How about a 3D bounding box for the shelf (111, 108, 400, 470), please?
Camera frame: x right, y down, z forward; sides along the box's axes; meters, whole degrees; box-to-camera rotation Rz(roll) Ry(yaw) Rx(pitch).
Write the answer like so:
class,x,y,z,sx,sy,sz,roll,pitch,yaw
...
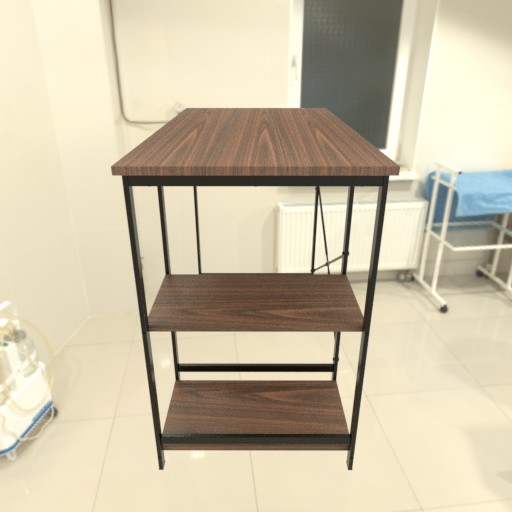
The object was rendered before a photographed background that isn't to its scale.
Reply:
class,x,y,z,sx,sy,sz,roll,pitch,yaw
shelf,0.000,0.000,1.327,0.498,0.750,0.902,0,25,0
